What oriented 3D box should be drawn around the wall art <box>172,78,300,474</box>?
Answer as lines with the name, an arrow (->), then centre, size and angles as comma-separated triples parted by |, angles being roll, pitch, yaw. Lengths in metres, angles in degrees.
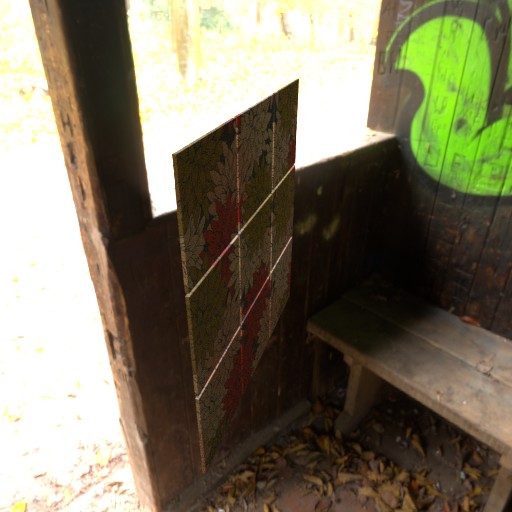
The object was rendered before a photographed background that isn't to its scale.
wall art -> 0.000, 0.000, 1.841 | 0.013, 1.218, 1.206 | 10, 32, 16
